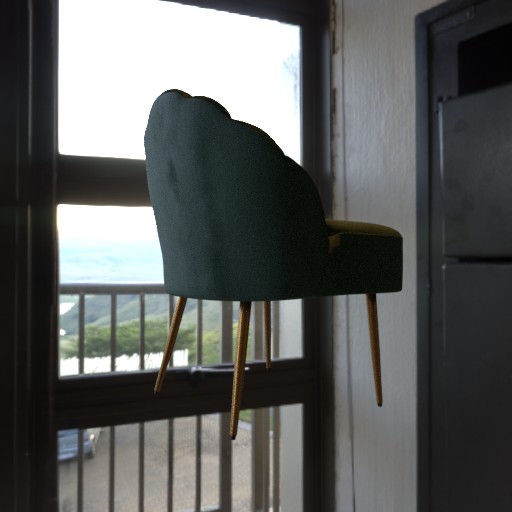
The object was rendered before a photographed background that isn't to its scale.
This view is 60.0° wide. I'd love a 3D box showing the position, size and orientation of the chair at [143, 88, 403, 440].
[{"bbox_3d":[0.000,0.000,1.275,0.599,0.819,0.657,1,-1,-36],"label":"chair"}]
